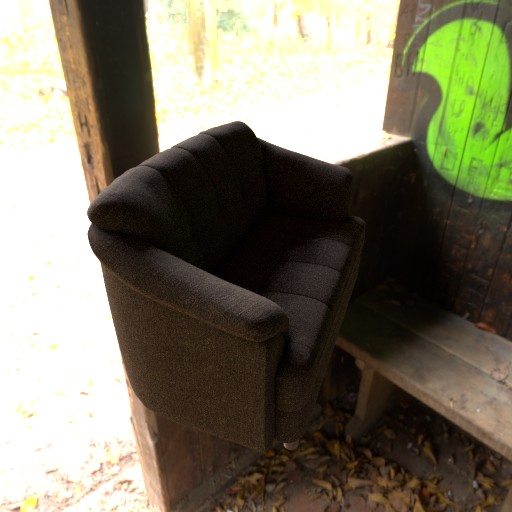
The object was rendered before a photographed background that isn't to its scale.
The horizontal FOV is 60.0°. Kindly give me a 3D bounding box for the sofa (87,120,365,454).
[{"bbox_3d":[0.000,0.000,1.934,0.799,0.895,1.404,11,32,18],"label":"sofa"}]
